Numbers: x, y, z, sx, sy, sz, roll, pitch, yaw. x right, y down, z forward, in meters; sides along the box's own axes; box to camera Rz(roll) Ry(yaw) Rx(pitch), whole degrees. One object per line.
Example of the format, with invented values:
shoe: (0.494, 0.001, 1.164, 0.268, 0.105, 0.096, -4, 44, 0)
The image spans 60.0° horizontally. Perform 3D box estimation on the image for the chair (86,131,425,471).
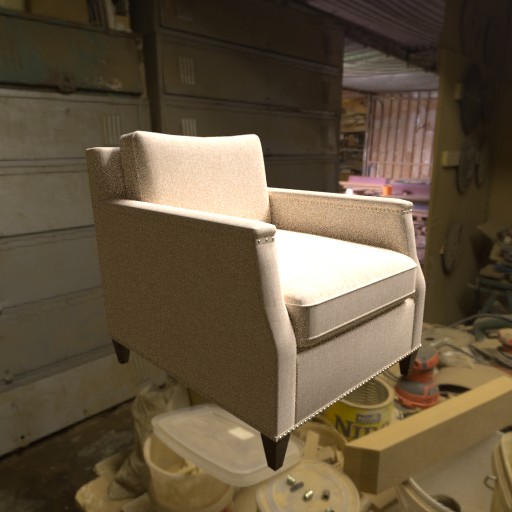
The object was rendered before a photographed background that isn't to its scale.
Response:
chair: (0.000, 0.000, 1.726, 0.838, 0.940, 1.041, -13, 19, -43)
